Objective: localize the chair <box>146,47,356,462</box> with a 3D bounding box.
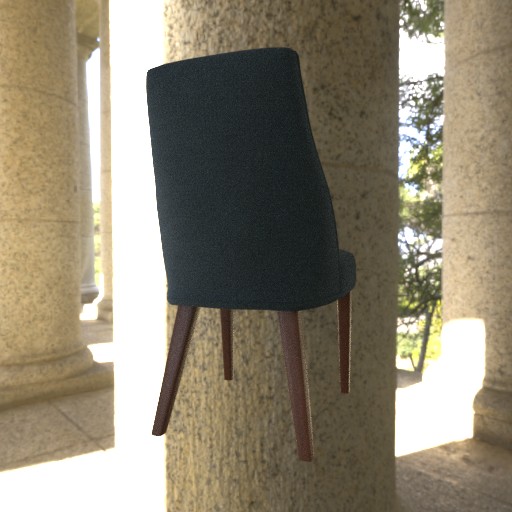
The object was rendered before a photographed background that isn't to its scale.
[{"bbox_3d":[0.000,0.000,1.275,0.500,0.930,0.620,0,1,20],"label":"chair"}]
